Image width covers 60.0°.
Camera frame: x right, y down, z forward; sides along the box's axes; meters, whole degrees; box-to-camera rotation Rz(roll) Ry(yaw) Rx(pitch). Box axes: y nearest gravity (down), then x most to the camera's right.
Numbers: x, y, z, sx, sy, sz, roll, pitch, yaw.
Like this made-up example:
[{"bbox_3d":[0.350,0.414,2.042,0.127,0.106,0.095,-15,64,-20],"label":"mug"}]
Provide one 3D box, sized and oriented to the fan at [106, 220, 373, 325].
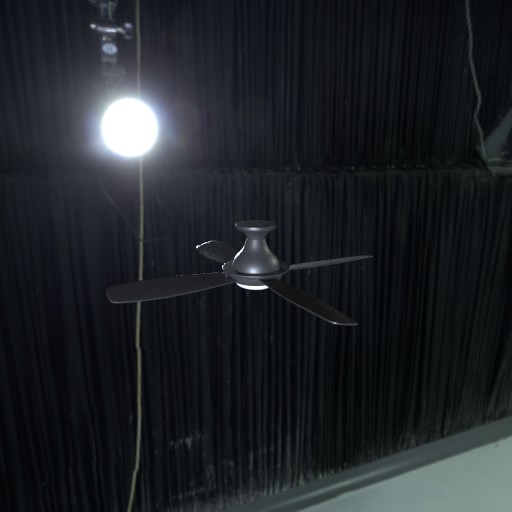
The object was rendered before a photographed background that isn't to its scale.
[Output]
[{"bbox_3d":[0.000,0.000,2.592,1.694,0.382,1.694,-8,17,-27],"label":"fan"}]
